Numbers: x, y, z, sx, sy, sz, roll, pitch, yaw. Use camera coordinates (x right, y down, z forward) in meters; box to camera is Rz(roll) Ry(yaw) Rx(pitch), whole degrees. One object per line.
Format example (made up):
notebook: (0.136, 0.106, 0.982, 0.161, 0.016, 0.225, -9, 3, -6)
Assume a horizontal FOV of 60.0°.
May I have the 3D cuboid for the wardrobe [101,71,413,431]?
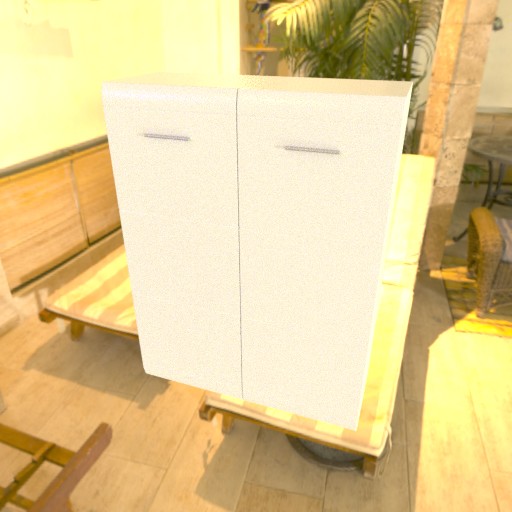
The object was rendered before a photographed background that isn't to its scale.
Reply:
wardrobe: (0.000, 0.000, 1.634, 0.900, 1.200, 0.360, 10, 29, 17)
